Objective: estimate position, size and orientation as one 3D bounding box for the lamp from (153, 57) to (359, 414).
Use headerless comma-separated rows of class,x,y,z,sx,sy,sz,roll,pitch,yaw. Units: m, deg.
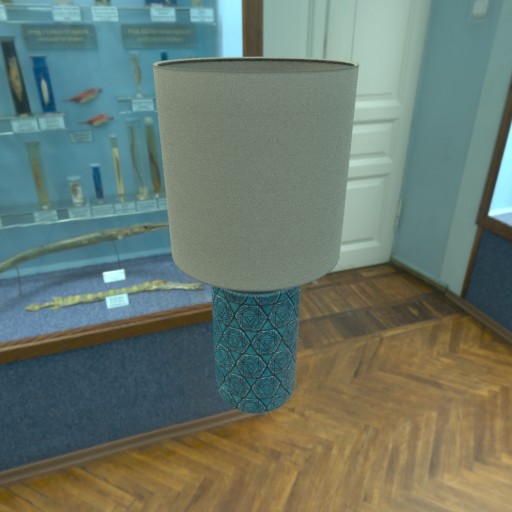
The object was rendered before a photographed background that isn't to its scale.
lamp,0.000,0.000,0.745,0.278,0.597,0.278,-8,28,-15
